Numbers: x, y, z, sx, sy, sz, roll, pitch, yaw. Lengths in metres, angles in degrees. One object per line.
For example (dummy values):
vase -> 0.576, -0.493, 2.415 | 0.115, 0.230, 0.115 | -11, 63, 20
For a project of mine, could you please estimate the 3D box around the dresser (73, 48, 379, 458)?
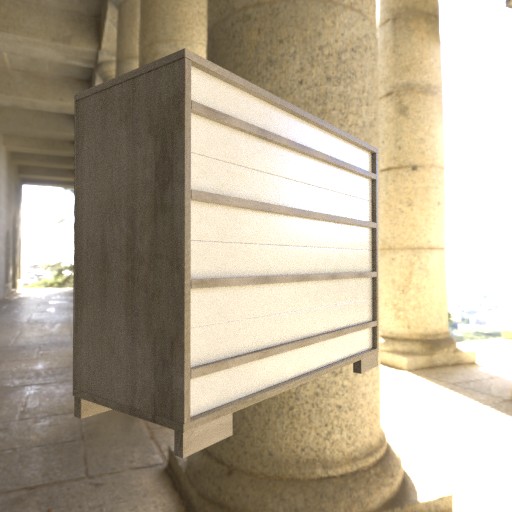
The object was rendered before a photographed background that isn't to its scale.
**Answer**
dresser -> 0.000, 0.000, 1.395 | 0.404, 0.816, 0.994 | -1, -1, 37
